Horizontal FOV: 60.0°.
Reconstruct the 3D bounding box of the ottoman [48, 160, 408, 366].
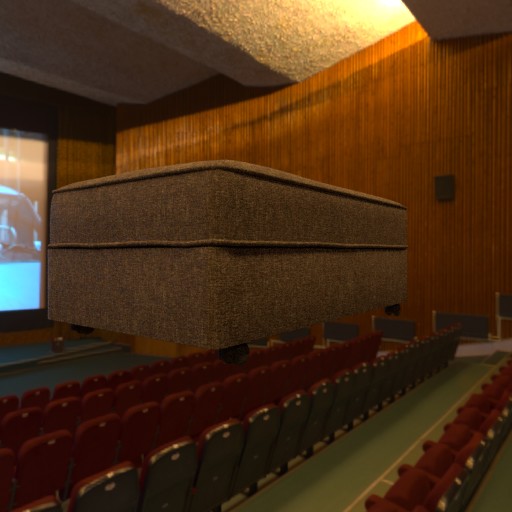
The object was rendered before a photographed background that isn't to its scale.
[{"bbox_3d":[0.000,0.000,1.574,0.717,0.487,1.184,0,1,38],"label":"ottoman"}]
